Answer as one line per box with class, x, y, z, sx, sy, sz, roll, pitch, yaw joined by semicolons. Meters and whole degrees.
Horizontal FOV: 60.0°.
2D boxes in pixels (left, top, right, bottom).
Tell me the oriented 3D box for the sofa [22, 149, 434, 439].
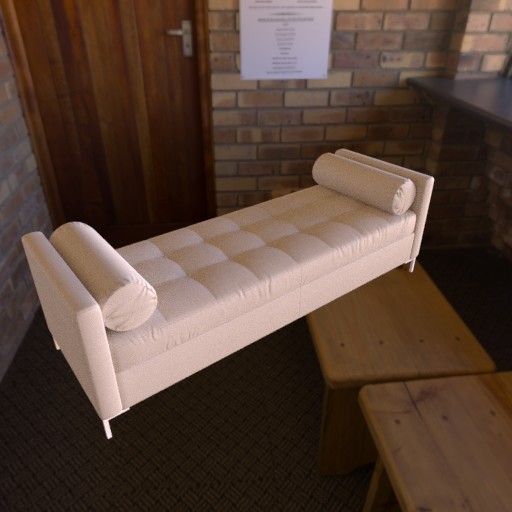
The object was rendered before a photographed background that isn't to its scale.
sofa;0.000;0.000;2.301;1.981;0.635;0.686;-22;37;-32
